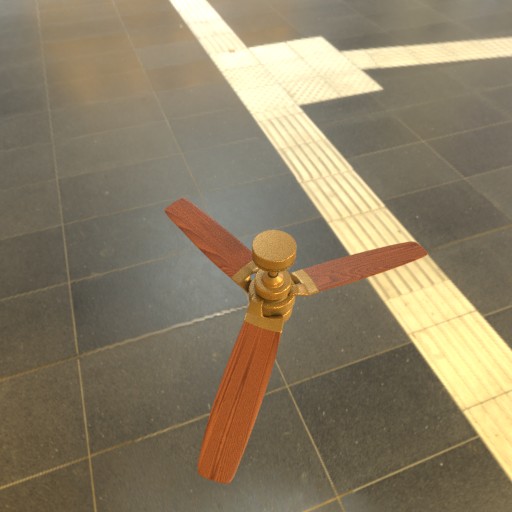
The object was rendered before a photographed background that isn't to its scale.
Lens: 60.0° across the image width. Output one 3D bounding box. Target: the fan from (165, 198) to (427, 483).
[{"bbox_3d":[0.000,0.000,1.966,1.416,0.425,1.271,-32,55,-26],"label":"fan"}]
